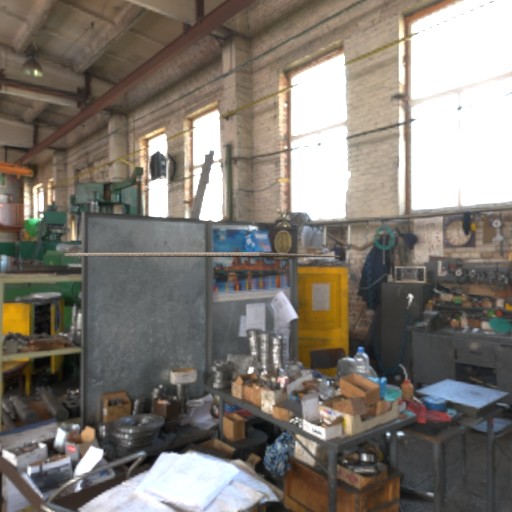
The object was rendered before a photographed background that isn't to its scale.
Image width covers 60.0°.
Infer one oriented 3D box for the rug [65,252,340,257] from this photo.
[{"bbox_3d":[0.000,0.000,2.708,0.769,0.012,2.448,0,0,17],"label":"rug"}]
